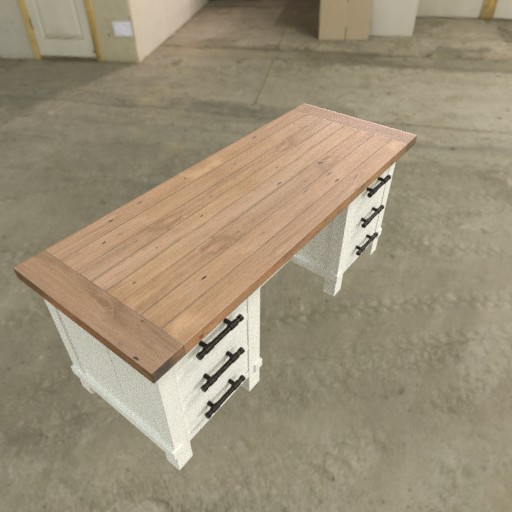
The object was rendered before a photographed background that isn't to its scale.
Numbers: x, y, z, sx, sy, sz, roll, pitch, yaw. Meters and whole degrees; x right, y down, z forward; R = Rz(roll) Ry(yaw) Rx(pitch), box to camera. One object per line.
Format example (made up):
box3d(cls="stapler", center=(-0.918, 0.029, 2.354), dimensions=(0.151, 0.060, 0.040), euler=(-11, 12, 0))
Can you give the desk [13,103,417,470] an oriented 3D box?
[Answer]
box3d(cls="desk", center=(0.000, 0.000, 2.131), dimensions=(0.688, 0.760, 1.803), euler=(27, 47, 28))
